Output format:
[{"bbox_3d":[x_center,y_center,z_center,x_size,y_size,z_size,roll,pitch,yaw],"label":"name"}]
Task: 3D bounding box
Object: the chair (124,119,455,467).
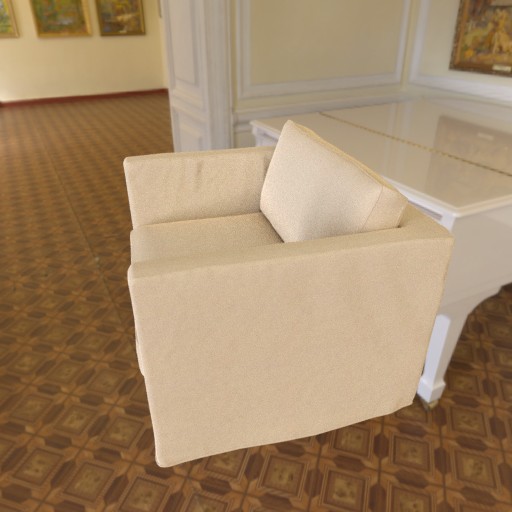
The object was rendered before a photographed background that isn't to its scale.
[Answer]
[{"bbox_3d":[0.000,0.000,1.727,0.947,0.851,1.057,-8,31,-13],"label":"chair"}]
